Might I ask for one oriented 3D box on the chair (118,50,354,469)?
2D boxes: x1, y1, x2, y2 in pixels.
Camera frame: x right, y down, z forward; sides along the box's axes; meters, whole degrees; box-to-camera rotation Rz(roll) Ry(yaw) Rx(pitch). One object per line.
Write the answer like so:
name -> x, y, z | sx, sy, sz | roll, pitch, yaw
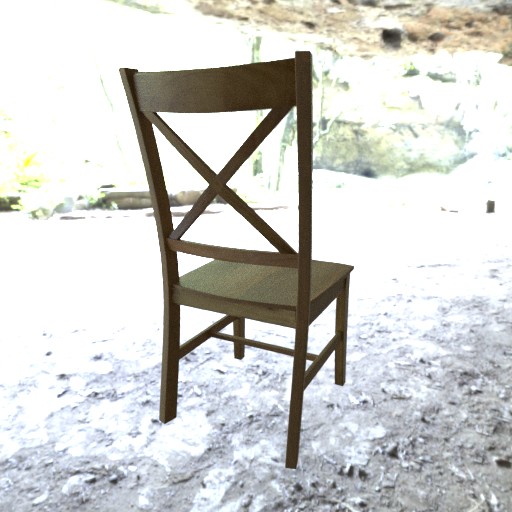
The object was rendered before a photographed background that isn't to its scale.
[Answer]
chair -> 0.000, 0.000, 1.285 | 0.485, 0.983, 0.542 | 8, 17, 26
